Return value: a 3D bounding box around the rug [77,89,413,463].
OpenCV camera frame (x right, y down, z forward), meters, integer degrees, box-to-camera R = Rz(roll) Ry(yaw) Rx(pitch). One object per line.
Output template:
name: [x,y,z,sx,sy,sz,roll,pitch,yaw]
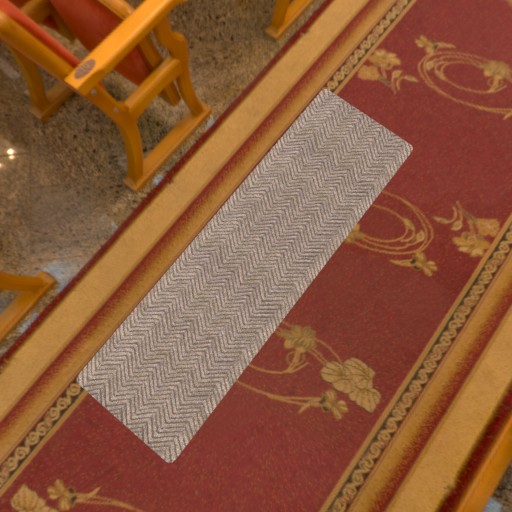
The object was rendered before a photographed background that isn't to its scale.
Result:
rug: [0.000,0.000,2.551,0.686,0.008,2.286,37,78,9]
